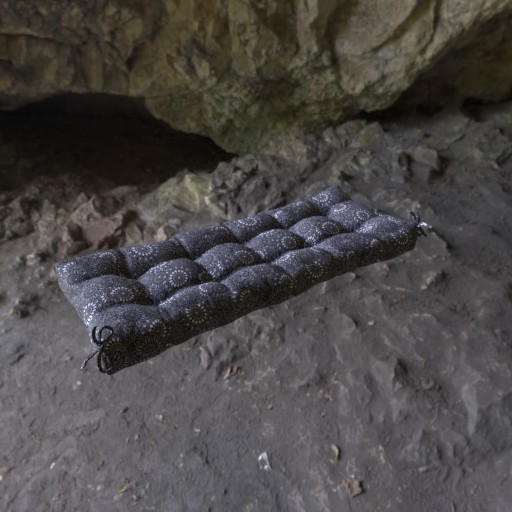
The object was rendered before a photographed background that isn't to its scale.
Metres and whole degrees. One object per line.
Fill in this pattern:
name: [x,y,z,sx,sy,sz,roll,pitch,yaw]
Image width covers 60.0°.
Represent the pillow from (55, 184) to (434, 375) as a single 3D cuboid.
pillow: [0.000,0.000,1.412,1.194,0.174,0.511,-19,35,-29]
